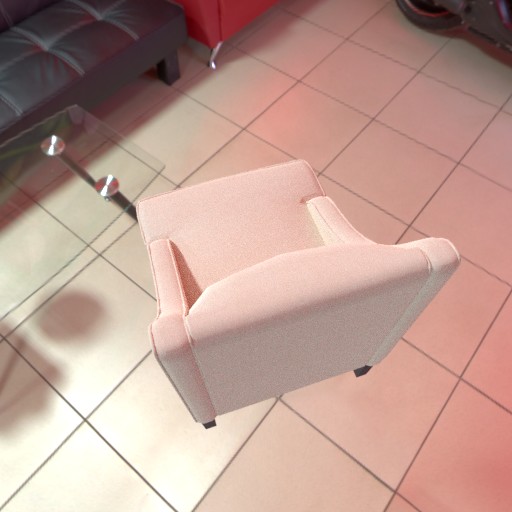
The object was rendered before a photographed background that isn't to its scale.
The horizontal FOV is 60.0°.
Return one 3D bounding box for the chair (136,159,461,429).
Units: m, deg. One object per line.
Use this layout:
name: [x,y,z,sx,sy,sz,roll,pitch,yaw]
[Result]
chair: [0.000,0.000,1.446,0.689,0.886,0.806,-16,61,-9]
